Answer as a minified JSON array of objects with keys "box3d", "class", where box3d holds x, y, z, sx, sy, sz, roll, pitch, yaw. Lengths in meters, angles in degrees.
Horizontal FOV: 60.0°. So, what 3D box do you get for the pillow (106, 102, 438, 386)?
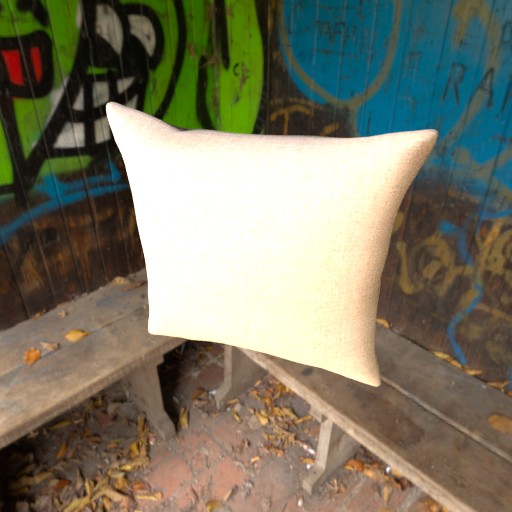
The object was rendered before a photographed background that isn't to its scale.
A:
[{"box3d":[0.000,0.000,0.635,0.414,0.399,0.173,10,33,15],"class":"pillow"}]
